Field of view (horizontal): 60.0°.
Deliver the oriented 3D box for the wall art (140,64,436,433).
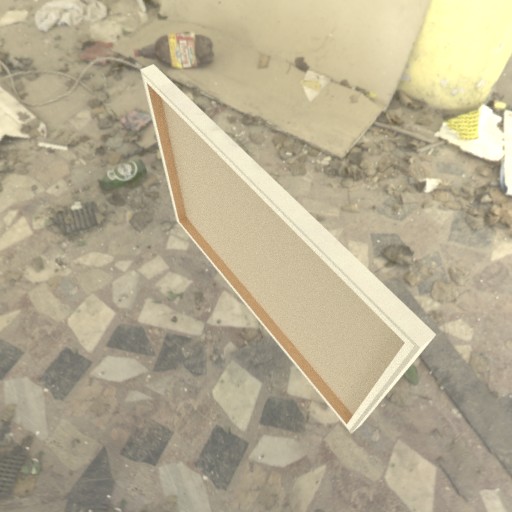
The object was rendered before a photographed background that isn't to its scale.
[{"bbox_3d":[0.000,0.000,1.162,0.038,0.610,0.915,-32,62,-19],"label":"wall art"}]
